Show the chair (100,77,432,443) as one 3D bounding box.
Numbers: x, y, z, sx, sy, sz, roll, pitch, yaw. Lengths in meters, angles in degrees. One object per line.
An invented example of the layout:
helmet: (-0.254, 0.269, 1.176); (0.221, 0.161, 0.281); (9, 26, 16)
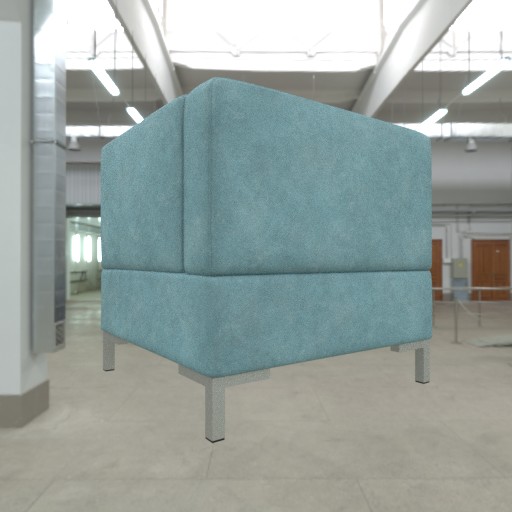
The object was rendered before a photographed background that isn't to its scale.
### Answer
chair: (0.000, 0.000, 1.231); (0.691, 0.660, 0.684); (0, 0, -36)
